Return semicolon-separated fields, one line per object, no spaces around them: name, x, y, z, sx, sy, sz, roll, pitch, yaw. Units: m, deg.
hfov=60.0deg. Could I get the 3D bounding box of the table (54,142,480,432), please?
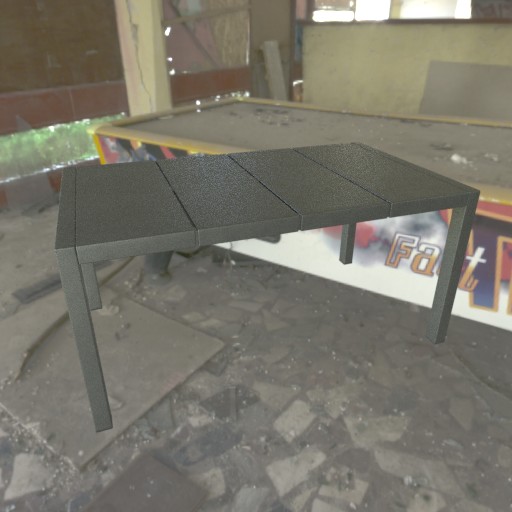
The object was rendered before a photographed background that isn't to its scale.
table;0.000;0.000;1.271;0.965;0.460;0.559;-9;28;-18
